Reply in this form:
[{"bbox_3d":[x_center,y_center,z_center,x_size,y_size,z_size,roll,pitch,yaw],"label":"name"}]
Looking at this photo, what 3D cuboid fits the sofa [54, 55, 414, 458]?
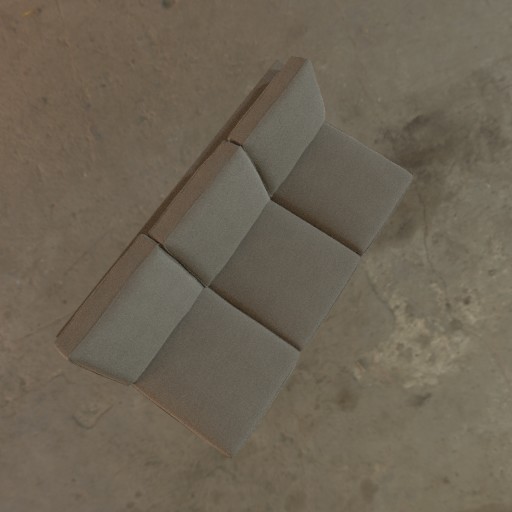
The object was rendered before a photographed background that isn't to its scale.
[{"bbox_3d":[0.000,0.000,2.725,1.127,1.036,2.092,33,77,9],"label":"sofa"}]
